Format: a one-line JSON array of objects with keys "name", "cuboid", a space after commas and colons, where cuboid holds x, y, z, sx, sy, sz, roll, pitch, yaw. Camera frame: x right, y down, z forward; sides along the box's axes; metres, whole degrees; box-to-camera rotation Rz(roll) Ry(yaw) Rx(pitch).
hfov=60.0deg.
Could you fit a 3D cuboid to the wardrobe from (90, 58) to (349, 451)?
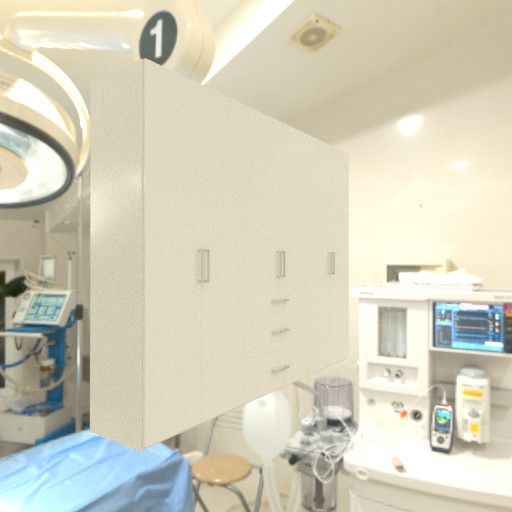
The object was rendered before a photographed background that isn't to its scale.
[{"name": "wardrobe", "cuboid": [0.000, 0.000, 4.010, 0.580, 2.360, 3.000, 0, 0, 35]}]
